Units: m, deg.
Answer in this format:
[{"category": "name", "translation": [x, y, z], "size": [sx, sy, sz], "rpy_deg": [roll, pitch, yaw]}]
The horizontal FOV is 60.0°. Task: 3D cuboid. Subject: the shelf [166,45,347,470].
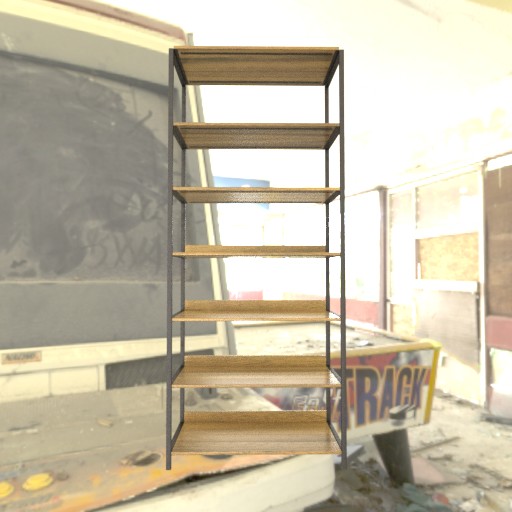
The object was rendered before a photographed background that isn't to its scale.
[{"category": "shelf", "translation": [0.000, 0.000, 2.323], "size": [0.847, 2.015, 0.431], "rpy_deg": [0, -2, -1]}]
